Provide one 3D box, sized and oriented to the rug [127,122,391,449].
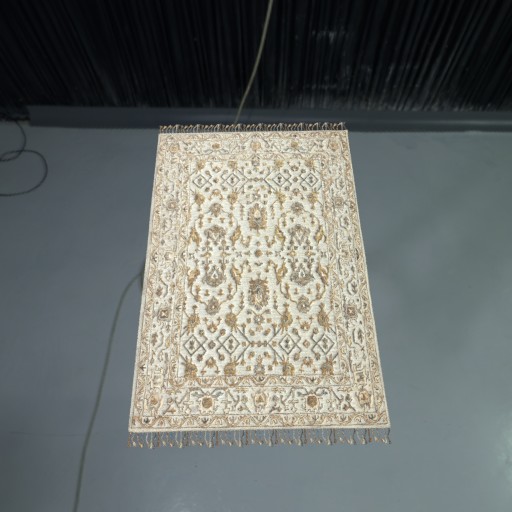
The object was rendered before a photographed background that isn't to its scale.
[{"bbox_3d":[0.000,0.000,3.072,1.529,0.027,2.434,-1,63,-1],"label":"rug"}]
